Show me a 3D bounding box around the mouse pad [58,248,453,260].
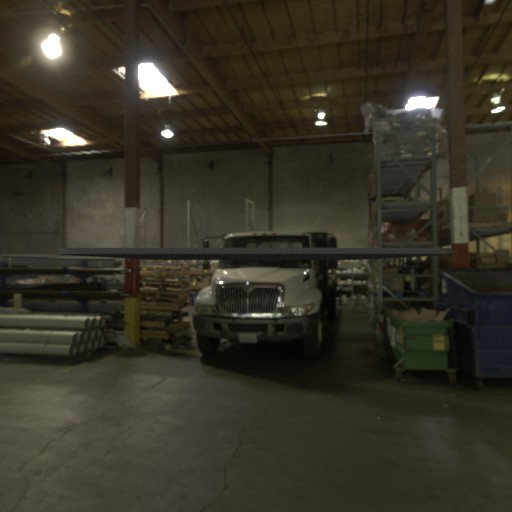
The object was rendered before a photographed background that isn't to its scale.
[{"bbox_3d":[0.000,0.000,0.327,0.203,0.003,0.229,0,-1,0],"label":"mouse pad"}]
